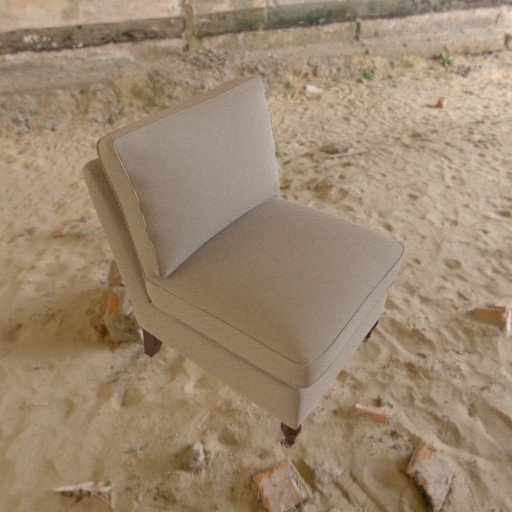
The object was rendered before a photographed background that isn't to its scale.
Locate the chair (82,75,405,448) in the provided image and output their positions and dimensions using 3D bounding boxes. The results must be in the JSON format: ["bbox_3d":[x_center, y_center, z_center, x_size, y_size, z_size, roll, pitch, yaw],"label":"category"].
[{"bbox_3d":[0.000,0.000,1.657,0.912,1.052,0.724,26,46,28],"label":"chair"}]
